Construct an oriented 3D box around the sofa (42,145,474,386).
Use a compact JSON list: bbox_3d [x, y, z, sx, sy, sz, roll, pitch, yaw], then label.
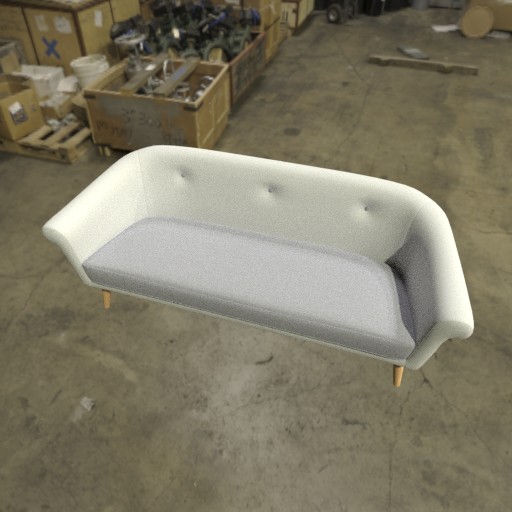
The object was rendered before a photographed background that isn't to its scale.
[{"bbox_3d":[0.000,0.000,2.498,2.160,0.795,0.827,12,43,14],"label":"sofa"}]
